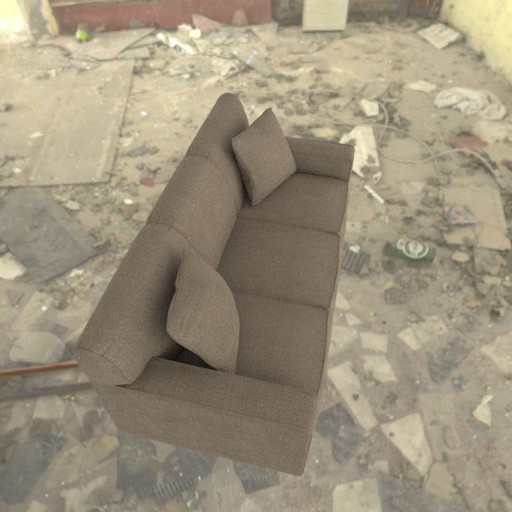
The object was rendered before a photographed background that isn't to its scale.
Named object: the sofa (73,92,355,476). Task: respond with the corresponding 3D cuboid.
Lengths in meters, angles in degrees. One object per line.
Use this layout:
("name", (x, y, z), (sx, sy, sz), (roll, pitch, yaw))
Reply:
("sofa", (0.000, 0.000, 2.559), (0.997, 0.958, 2.024), (10, 48, 9))
